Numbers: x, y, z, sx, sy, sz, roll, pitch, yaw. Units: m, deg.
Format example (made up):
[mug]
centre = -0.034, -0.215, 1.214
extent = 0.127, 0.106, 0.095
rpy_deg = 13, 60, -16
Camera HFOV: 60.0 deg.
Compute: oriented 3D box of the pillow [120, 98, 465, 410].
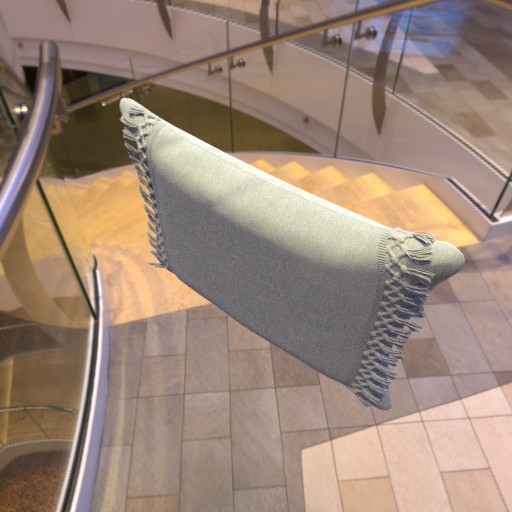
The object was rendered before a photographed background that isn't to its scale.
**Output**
[pillow]
centre = 0.000, 0.000, 0.587
extent = 0.466, 0.305, 0.084
rpy_deg = 30, 53, 26
